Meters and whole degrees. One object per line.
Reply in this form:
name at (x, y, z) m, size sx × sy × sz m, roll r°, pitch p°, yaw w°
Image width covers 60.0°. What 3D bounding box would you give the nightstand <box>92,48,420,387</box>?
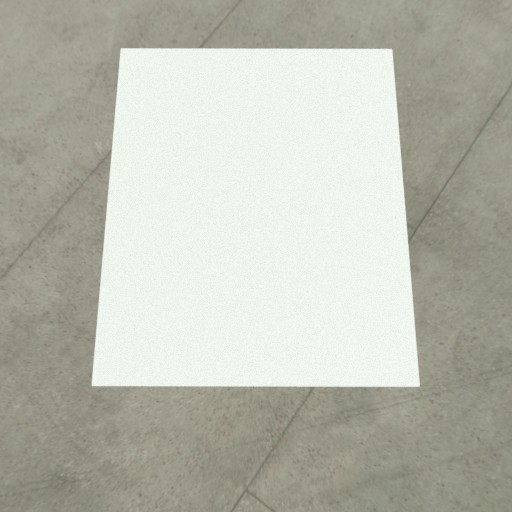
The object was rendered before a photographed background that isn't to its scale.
nightstand at (0.000, 0.000, 0.899) m, size 0.402 × 0.623 × 0.479 m, roll 0°, pitch 76°, yaw 0°
